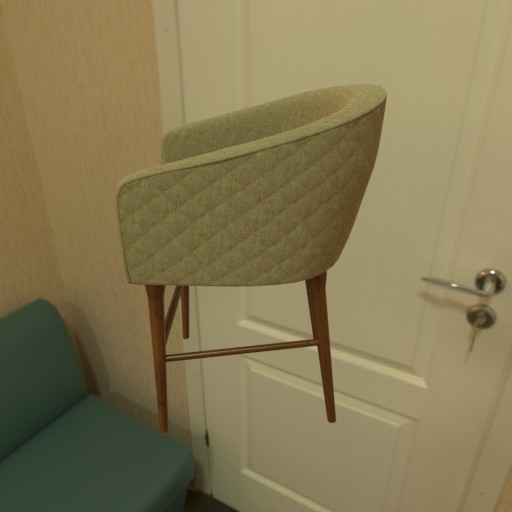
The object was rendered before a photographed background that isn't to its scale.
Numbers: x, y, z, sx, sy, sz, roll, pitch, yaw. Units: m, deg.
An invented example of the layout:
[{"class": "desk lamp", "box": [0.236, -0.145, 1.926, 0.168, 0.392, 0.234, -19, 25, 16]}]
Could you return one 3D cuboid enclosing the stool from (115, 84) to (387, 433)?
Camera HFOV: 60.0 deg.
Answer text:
[{"class": "stool", "box": [0.000, 0.000, 1.324, 0.635, 0.952, 0.559, 0, 27, 0]}]
